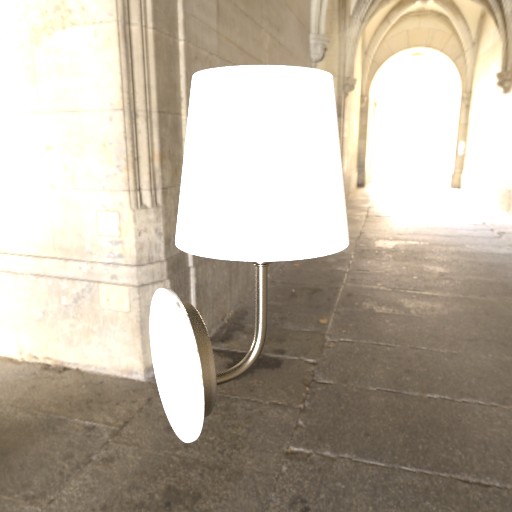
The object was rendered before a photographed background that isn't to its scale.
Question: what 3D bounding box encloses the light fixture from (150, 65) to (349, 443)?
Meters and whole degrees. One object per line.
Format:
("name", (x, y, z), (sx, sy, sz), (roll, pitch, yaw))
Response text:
("light fixture", (0.000, 0.000, 0.445), (0.188, 0.337, 0.168), (-7, 16, -28))
